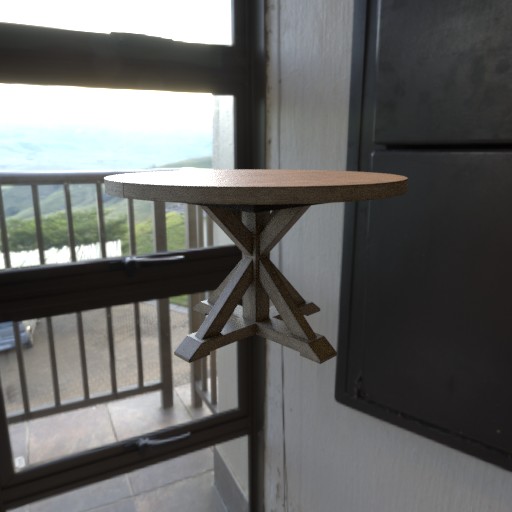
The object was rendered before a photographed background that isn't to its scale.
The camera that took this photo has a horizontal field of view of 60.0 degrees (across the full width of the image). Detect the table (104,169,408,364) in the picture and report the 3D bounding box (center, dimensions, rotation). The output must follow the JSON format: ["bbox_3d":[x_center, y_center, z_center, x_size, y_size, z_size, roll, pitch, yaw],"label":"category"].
[{"bbox_3d":[0.000,0.000,2.179,1.363,0.781,1.363,0,13,0],"label":"table"}]
